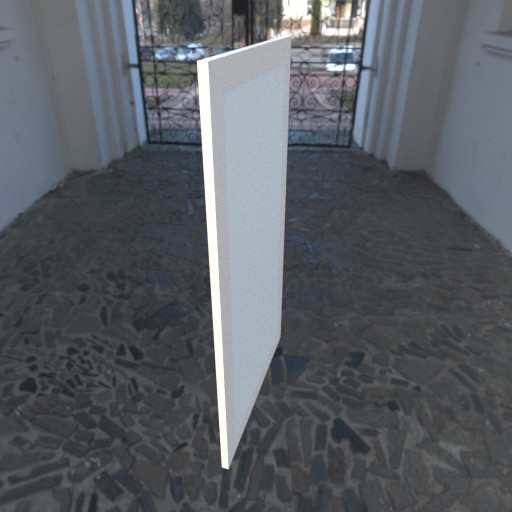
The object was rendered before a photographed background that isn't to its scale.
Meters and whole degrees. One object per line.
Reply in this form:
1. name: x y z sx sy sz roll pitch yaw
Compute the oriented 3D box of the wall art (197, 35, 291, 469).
1. wall art: 0.000 0.000 0.792 0.013 0.683 0.380 9 31 15
